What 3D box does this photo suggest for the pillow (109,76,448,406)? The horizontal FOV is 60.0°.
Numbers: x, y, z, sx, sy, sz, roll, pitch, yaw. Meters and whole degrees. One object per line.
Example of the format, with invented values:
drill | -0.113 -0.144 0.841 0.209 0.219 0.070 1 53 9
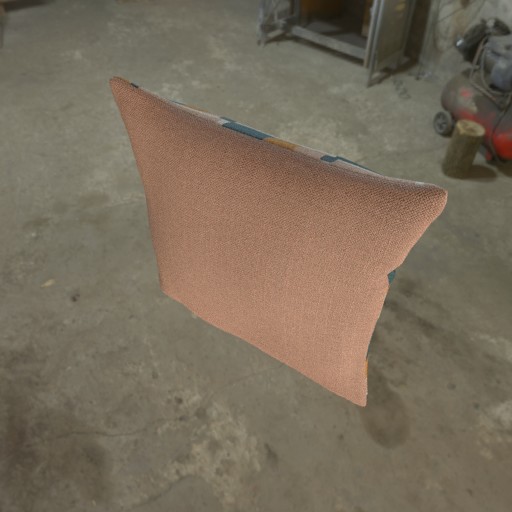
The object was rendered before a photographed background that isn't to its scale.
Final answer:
pillow | 0.000 0.000 0.709 0.478 0.479 0.158 26 52 22
